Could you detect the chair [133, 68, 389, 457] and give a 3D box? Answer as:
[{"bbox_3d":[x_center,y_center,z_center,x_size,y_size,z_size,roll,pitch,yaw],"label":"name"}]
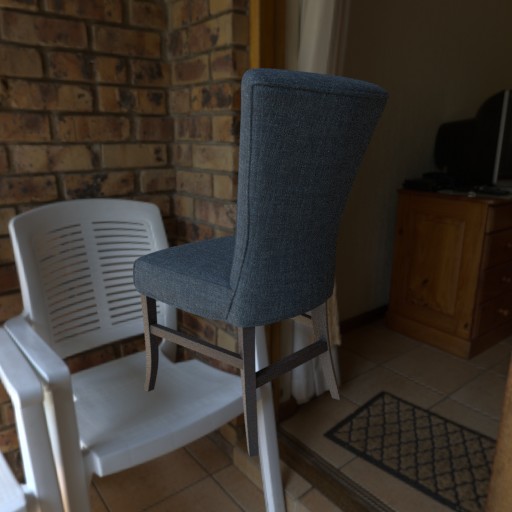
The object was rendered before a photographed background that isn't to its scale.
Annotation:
[{"bbox_3d":[0.000,0.000,1.366,0.520,0.991,0.660,-14,21,-42],"label":"chair"}]
